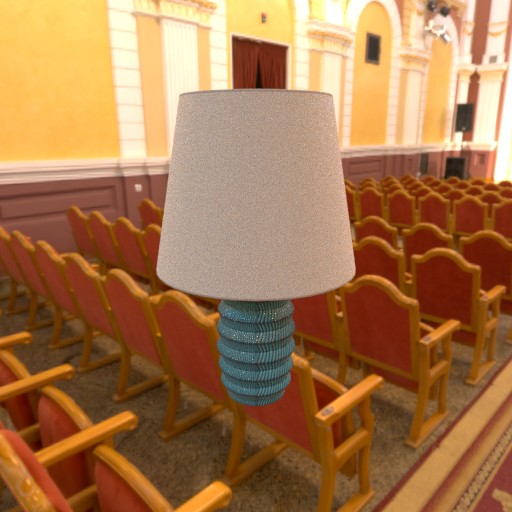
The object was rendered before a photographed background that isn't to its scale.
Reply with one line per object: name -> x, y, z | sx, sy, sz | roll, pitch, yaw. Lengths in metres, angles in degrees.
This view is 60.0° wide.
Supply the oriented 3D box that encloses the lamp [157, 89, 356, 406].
lamp -> 0.000, 0.000, 0.575 | 0.254, 0.392, 0.254 | 0, 16, 0
